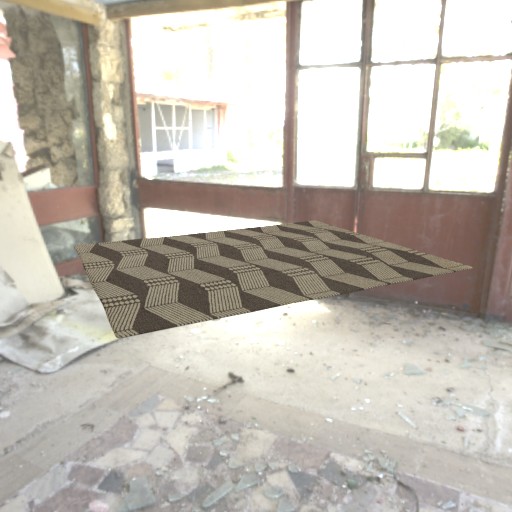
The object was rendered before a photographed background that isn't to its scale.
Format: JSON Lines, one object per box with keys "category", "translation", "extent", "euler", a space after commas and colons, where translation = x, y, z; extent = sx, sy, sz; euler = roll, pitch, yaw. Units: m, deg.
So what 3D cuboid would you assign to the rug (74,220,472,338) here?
{"category": "rug", "translation": [0.000, 0.000, 4.262], "extent": [3.048, 0.016, 2.438], "euler": [-8, 17, -26]}
